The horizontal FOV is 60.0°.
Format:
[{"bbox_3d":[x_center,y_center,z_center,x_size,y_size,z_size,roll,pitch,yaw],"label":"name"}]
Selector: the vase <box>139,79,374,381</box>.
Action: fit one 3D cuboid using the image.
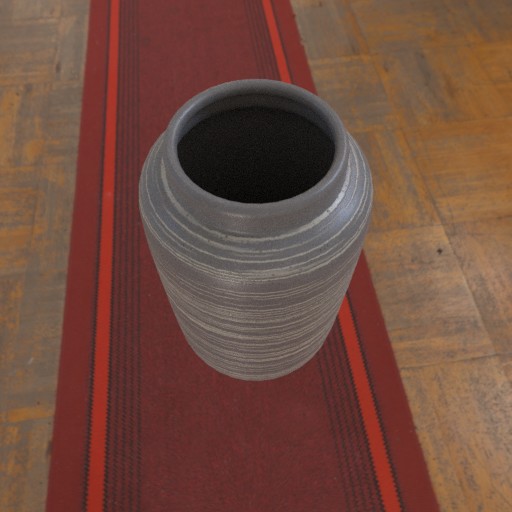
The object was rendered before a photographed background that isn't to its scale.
[{"bbox_3d":[0.000,0.000,0.693,0.297,0.499,0.297,0,59,0],"label":"vase"}]
